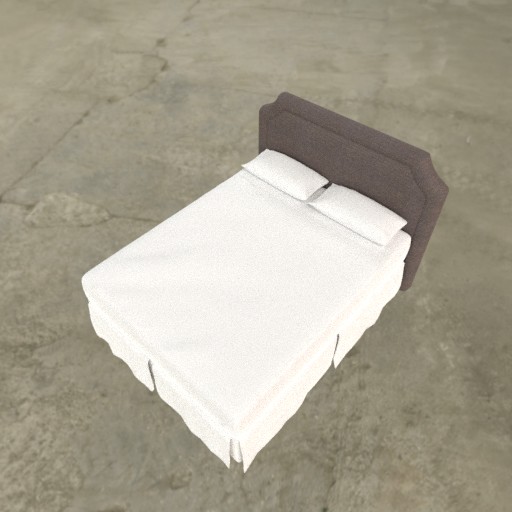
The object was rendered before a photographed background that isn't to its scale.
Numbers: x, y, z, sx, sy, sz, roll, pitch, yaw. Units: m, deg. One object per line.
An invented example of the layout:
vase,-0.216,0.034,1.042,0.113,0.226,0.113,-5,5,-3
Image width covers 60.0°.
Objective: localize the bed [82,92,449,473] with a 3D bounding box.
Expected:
bed,0.000,0.000,3.198,1.693,1.290,2.116,34,56,27
